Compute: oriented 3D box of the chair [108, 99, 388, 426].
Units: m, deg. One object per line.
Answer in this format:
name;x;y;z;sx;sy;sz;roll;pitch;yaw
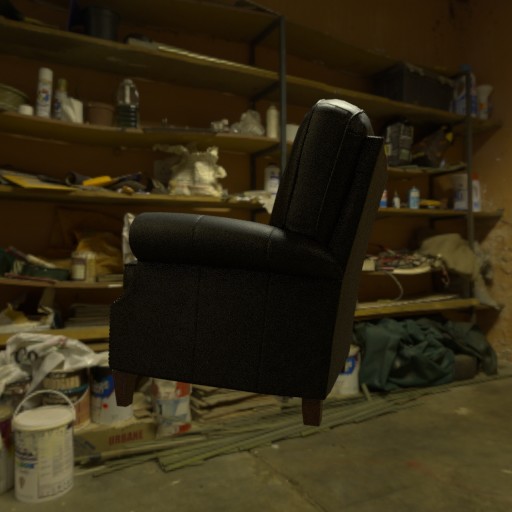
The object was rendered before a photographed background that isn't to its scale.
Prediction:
chair;0.000;0.000;1.742;0.986;1.018;0.936;0;0;18
